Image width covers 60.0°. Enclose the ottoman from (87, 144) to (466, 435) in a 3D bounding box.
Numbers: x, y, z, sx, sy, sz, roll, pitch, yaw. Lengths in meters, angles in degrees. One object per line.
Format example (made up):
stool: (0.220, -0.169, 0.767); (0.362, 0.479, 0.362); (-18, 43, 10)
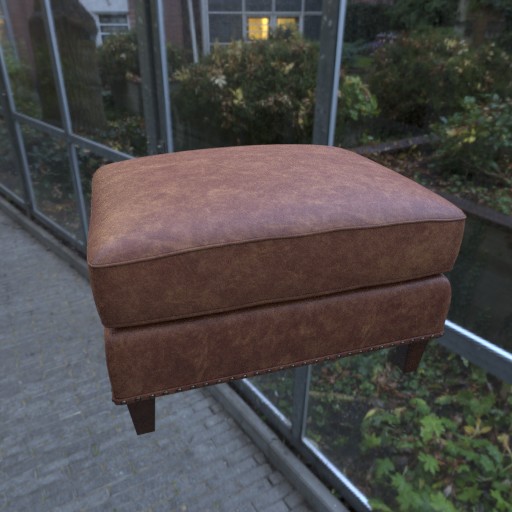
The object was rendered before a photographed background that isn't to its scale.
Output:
ottoman: (0.000, 0.000, 1.114); (0.742, 0.486, 0.586); (-8, 28, -15)
